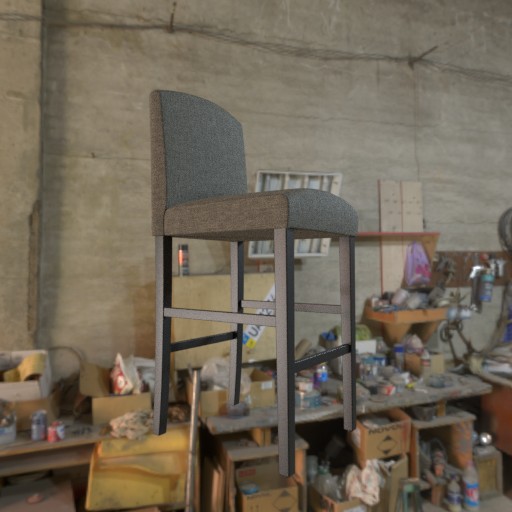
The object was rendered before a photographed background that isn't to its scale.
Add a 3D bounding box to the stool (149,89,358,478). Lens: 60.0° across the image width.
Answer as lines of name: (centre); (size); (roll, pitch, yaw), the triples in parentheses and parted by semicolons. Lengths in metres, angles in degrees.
stool: (0.000, 0.000, 1.443); (0.552, 1.138, 0.451); (-1, -2, 36)
